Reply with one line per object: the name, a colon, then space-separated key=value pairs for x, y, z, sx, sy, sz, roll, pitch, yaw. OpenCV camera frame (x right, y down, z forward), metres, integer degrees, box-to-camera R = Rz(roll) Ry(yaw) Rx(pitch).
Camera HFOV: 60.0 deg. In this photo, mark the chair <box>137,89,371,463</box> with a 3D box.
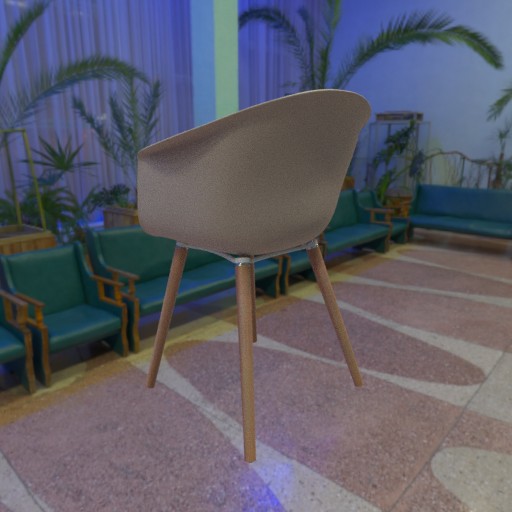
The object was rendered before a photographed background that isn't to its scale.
chair: x=0.000 y=0.000 z=1.160 sx=0.504 sy=0.781 sz=0.593 roll=14 pitch=20 yaw=43
